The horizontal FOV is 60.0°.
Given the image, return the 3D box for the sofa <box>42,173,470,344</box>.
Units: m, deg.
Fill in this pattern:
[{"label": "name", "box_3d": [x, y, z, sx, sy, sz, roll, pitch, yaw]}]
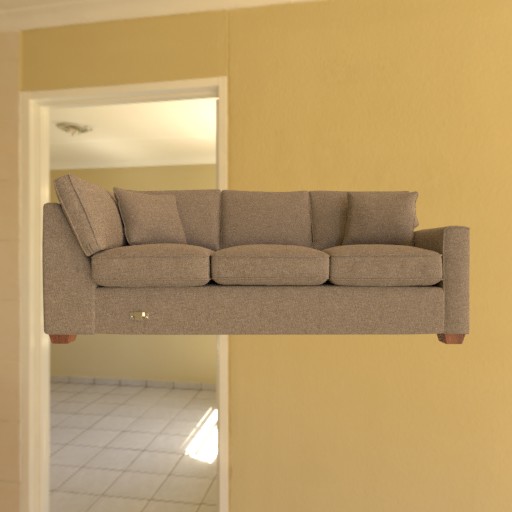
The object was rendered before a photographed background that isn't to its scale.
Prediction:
[{"label": "sofa", "box_3d": [0.000, 0.000, 2.849, 2.317, 0.962, 1.061, 0, 0, 0]}]
